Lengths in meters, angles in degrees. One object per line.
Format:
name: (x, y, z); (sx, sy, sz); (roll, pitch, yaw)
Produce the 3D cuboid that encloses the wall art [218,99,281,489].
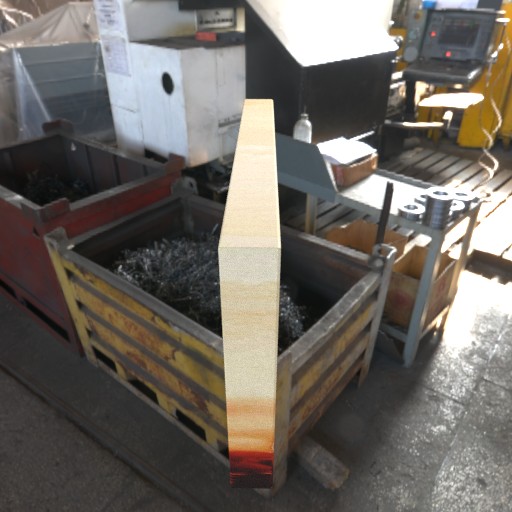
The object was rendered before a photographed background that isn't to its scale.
wall art: (0.000, 0.000, 0.492); (0.037, 0.251, 0.383); (1, 32, 1)
